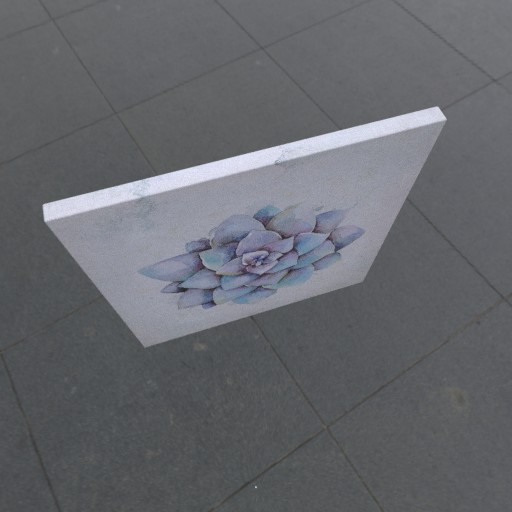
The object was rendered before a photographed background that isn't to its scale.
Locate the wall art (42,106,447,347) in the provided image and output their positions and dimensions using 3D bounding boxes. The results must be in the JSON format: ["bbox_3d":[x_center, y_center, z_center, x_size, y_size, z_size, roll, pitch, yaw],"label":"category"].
[{"bbox_3d":[0.000,0.000,1.146,0.762,0.762,0.038,-16,64,-8],"label":"wall art"}]
